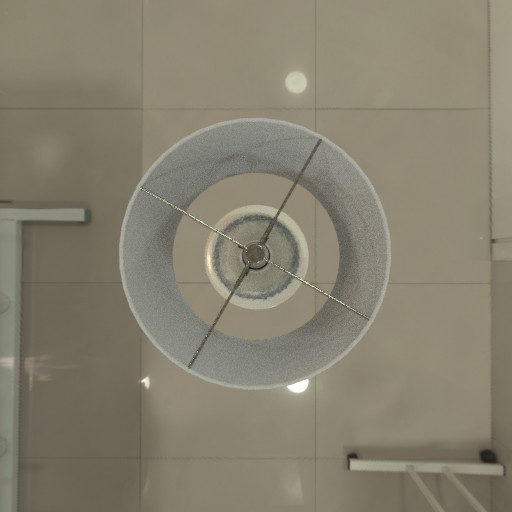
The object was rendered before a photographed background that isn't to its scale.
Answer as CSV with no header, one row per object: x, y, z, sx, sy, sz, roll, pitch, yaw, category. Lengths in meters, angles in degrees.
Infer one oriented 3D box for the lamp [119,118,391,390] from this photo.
0.000,0.000,0.554,0.216,0.404,0.216,0,89,0,lamp
